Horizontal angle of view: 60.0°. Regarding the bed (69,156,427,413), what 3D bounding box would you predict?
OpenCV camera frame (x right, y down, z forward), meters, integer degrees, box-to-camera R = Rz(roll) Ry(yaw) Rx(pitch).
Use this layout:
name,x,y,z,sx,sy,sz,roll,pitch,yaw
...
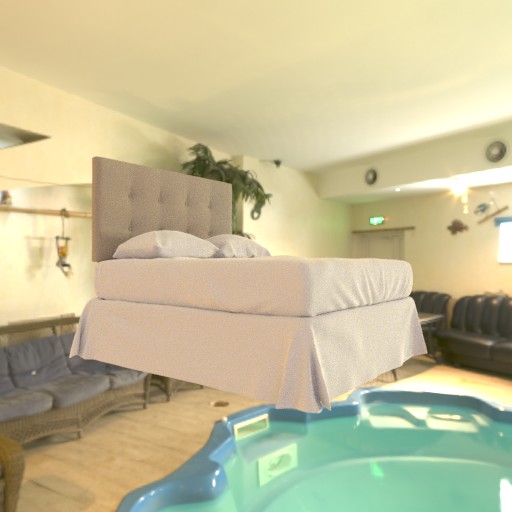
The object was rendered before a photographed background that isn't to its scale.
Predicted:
name,x,y,z,sx,sy,sz,roll,pitch,yaw
bed,0.000,0.000,3.525,2.222,1.577,1.936,0,-1,38
